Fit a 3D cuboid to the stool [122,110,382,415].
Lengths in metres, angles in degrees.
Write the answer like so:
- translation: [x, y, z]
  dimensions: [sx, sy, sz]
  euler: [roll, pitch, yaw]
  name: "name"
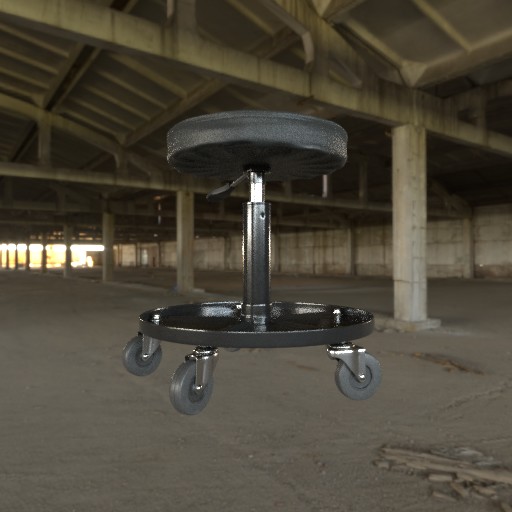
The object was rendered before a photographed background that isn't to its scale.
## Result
- translation: [0.000, 0.000, 0.685]
  dimensions: [0.381, 0.365, 0.382]
  euler: [0, 0, -35]
  name: "stool"
